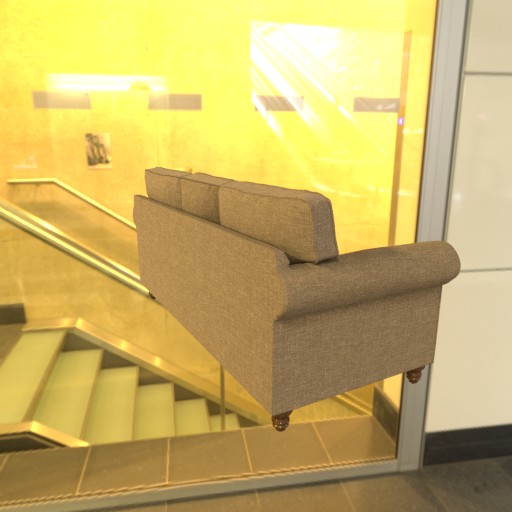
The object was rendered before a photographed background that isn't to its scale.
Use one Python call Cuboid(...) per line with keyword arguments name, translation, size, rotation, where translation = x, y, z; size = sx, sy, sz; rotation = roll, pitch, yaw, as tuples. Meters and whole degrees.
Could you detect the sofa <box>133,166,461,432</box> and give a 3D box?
Cuboid(name="sofa", translation=(0.000, 0.000, 2.595), size=(0.916, 0.961, 2.084), rotation=(-8, 16, -28))
